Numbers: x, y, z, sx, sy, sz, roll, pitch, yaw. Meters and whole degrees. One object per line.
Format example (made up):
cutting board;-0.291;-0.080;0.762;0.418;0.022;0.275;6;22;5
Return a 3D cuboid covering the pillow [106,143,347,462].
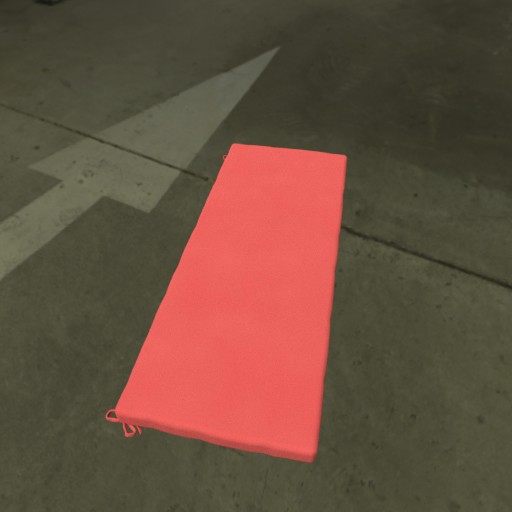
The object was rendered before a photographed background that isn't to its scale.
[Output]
pillow;0.000;0.000;1.363;0.492;0.081;1.187;8;46;8
